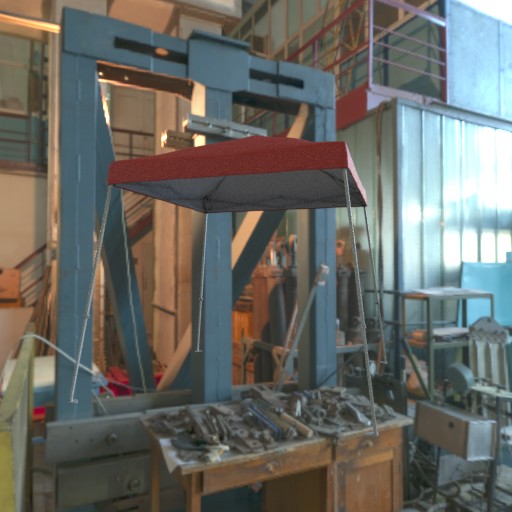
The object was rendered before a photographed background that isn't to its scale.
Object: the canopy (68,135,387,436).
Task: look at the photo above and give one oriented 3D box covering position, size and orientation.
[{"bbox_3d":[0.000,0.000,6.555,3.599,3.600,3.600,-1,-2,18],"label":"canopy"}]
